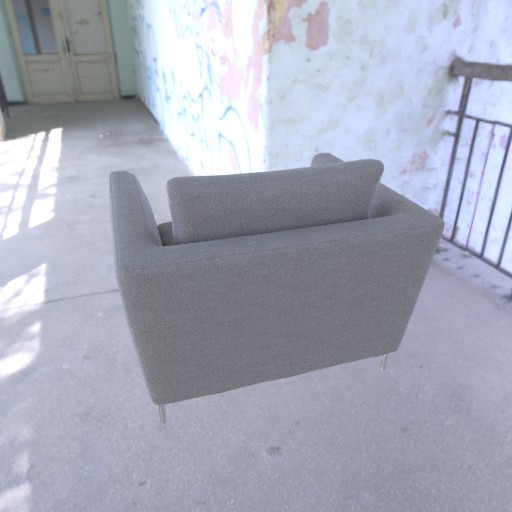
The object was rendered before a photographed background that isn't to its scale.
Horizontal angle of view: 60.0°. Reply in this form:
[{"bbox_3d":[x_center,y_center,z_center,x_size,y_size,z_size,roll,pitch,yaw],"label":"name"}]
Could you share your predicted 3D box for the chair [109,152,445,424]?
[{"bbox_3d":[0.000,0.000,1.757,1.041,0.864,0.889,-9,29,-15],"label":"chair"}]
